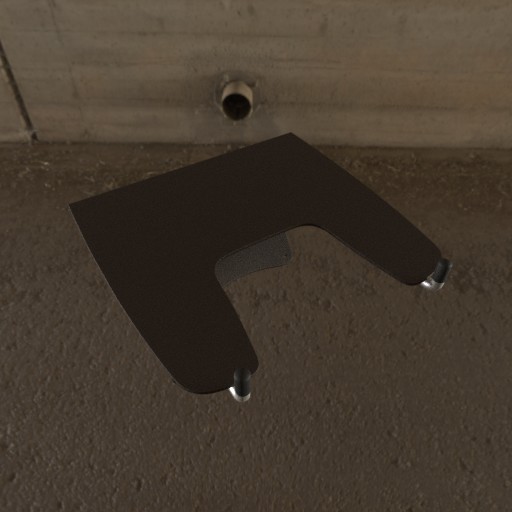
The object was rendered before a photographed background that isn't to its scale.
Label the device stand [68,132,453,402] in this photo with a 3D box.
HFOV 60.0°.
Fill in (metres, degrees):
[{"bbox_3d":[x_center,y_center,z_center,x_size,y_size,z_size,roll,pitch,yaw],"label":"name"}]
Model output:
[{"bbox_3d":[0.000,0.000,0.360,0.230,0.092,0.230,-24,49,-22],"label":"device stand"}]
